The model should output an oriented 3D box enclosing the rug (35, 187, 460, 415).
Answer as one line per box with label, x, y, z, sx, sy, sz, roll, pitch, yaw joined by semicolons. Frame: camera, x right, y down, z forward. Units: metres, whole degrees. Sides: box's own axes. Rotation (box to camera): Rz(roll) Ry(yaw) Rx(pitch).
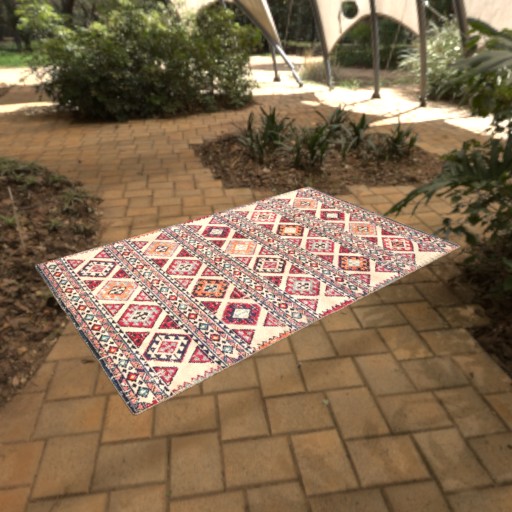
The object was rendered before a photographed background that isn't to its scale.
rug;0.000;0.000;2.979;2.440;0.010;1.545;-20;35;-32
